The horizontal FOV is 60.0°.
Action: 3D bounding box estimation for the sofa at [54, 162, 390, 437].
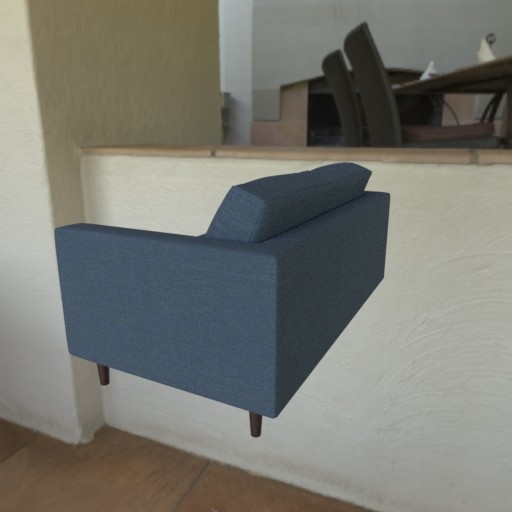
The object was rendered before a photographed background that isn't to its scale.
[{"bbox_3d":[0.000,0.000,2.282,0.999,0.907,1.659,8,17,26],"label":"sofa"}]
